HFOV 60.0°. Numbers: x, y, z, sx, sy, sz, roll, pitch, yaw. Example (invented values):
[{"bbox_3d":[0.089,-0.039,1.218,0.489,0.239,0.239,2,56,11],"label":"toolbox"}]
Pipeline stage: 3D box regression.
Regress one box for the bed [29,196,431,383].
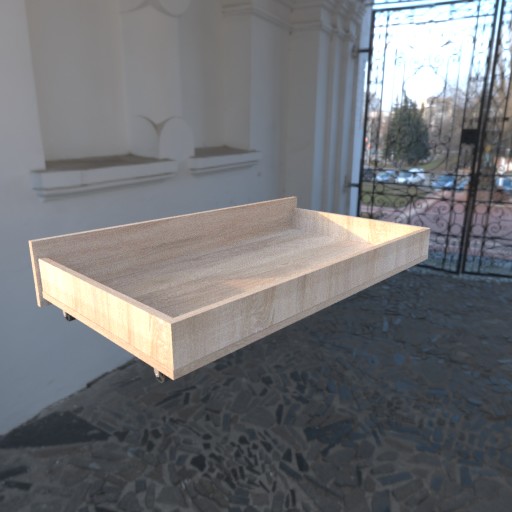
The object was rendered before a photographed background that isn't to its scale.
[{"bbox_3d":[0.000,0.000,1.498,0.685,0.209,1.200,15,22,42],"label":"bed"}]
